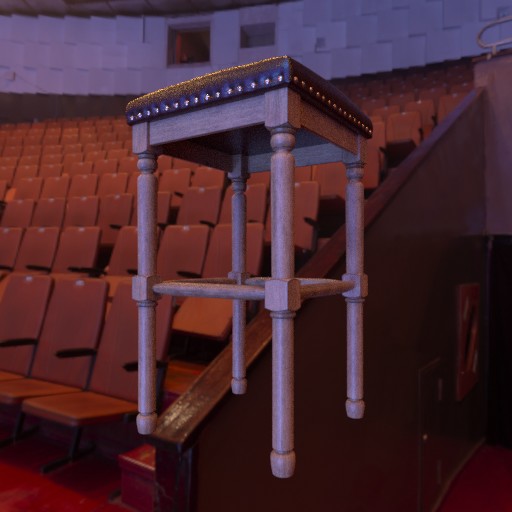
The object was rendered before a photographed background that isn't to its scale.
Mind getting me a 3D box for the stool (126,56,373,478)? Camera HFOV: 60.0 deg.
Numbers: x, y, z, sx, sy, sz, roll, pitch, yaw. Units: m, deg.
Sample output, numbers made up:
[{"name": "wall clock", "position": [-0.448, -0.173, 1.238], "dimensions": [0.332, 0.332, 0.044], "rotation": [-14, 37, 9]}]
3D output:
[{"name": "stool", "position": [0.000, 0.000, 0.934], "dimensions": [0.382, 0.702, 0.383], "rotation": [0, -1, 34]}]
